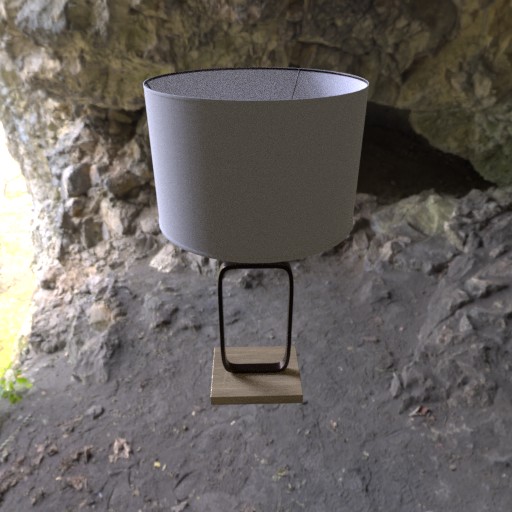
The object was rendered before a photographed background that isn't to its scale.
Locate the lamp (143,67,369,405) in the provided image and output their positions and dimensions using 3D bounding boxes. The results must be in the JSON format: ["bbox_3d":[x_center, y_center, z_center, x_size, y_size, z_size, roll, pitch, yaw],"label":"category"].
[{"bbox_3d":[0.000,0.000,0.683,0.279,0.508,0.279,-1,29,-1],"label":"lamp"}]
